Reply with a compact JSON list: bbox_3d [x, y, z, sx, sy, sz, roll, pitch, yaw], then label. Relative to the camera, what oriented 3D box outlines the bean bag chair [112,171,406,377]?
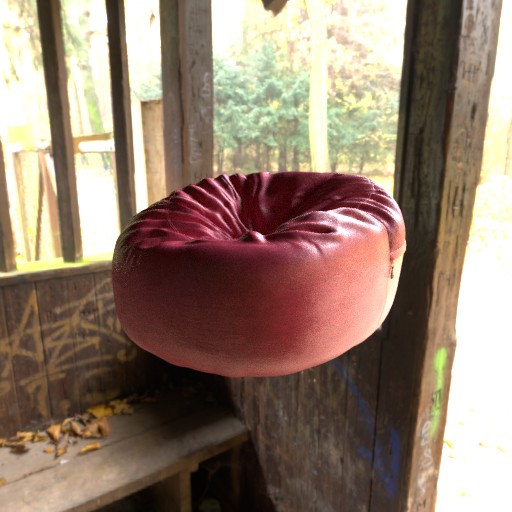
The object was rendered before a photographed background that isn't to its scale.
[{"bbox_3d":[0.000,0.000,2.460,1.524,0.878,1.524,7,15,25],"label":"bean bag chair"}]
